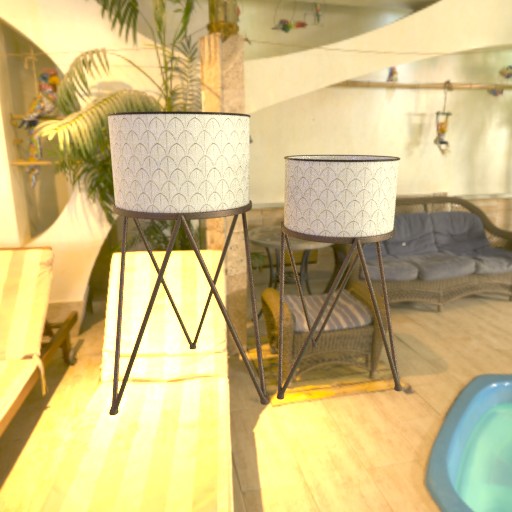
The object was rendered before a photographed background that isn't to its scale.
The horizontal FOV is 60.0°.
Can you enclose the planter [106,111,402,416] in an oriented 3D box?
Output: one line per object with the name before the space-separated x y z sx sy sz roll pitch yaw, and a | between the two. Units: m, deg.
planter | 0.000 0.000 1.182 0.769 0.712 0.413 -2 15 -7
